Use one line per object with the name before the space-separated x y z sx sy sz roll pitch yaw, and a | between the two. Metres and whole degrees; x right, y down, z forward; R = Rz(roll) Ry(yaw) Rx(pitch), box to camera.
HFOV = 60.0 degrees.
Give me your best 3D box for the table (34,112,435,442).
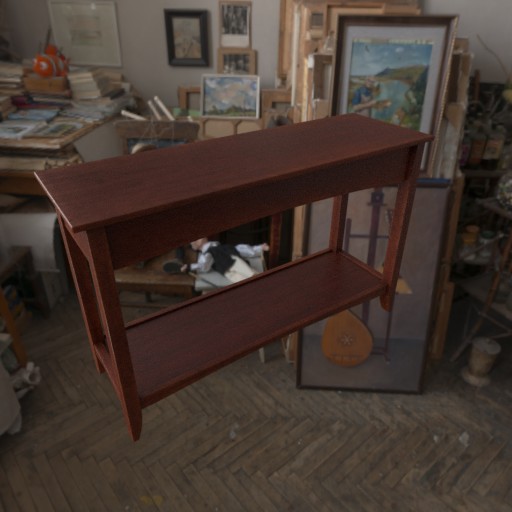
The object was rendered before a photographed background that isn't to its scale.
table | 0.000 0.000 1.535 1.188 0.739 0.392 -19 36 -28
